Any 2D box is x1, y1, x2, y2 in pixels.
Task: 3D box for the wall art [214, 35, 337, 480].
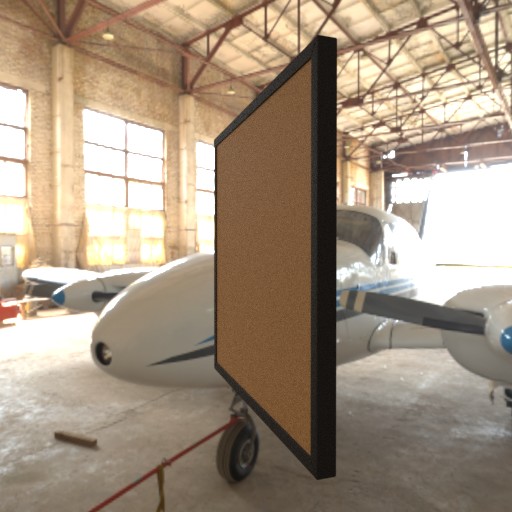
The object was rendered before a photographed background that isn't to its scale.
[{"bbox_3d":[0.000,0.000,1.124,0.037,0.763,0.763,0,1,-19],"label":"wall art"}]
